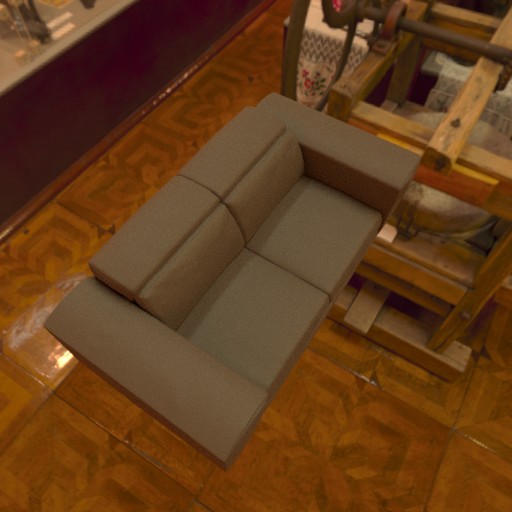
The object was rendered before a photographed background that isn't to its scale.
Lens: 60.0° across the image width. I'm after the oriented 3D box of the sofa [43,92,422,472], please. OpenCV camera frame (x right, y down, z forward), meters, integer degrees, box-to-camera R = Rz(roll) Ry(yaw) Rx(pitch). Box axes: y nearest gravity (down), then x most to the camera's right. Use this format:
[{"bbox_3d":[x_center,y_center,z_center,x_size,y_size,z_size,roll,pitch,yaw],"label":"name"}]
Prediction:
[{"bbox_3d":[0.000,0.000,2.381,1.003,0.779,1.895,30,63,17],"label":"sofa"}]
